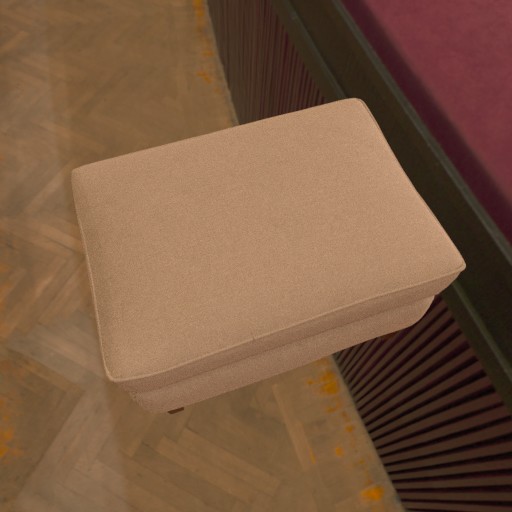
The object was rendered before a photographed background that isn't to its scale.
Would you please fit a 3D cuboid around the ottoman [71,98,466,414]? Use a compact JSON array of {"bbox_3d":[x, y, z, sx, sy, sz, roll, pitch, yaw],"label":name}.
[{"bbox_3d":[0.000,0.000,0.986,0.665,0.456,0.501,-17,63,-9],"label":"ottoman"}]
